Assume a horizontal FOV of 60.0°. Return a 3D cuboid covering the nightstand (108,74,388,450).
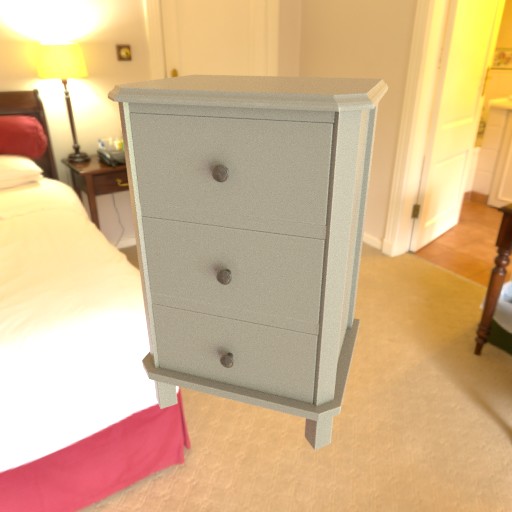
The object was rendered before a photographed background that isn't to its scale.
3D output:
[{"bbox_3d":[0.000,0.000,0.932,0.435,0.680,0.348,8,27,17],"label":"nightstand"}]
